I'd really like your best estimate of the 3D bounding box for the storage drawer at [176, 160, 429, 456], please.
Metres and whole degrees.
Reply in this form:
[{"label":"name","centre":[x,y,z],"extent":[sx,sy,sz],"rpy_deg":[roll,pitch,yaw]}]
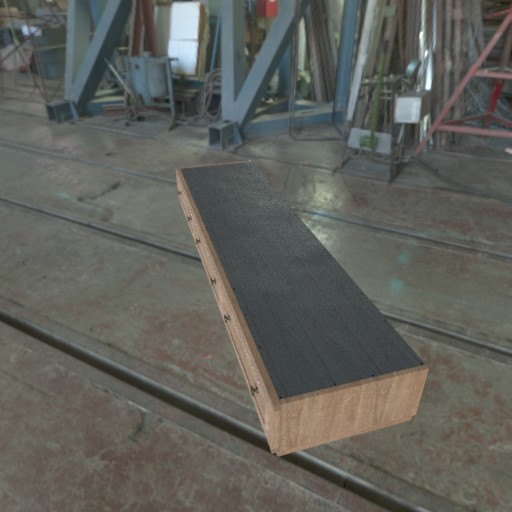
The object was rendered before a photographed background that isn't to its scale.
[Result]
[{"label":"storage drawer","centre":[0.000,0.000,2.232],"extent":[0.538,0.264,2.032],"rpy_deg":[-9,32,-14]}]
